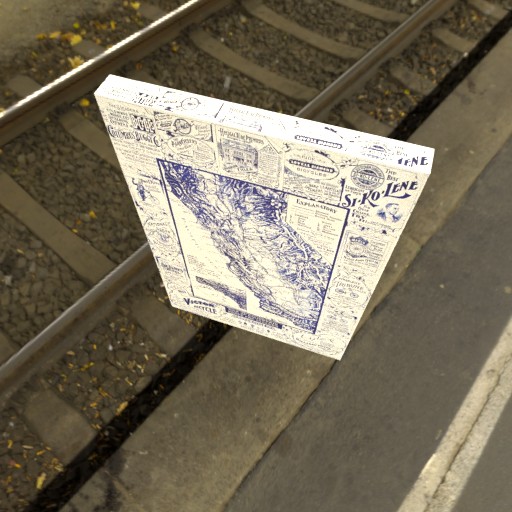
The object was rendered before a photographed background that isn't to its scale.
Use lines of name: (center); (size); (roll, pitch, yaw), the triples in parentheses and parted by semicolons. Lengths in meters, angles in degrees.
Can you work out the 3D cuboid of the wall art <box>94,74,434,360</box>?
wall art: (0.000, 0.000, 0.484); (0.255, 0.376, 0.025); (16, 59, 10)
